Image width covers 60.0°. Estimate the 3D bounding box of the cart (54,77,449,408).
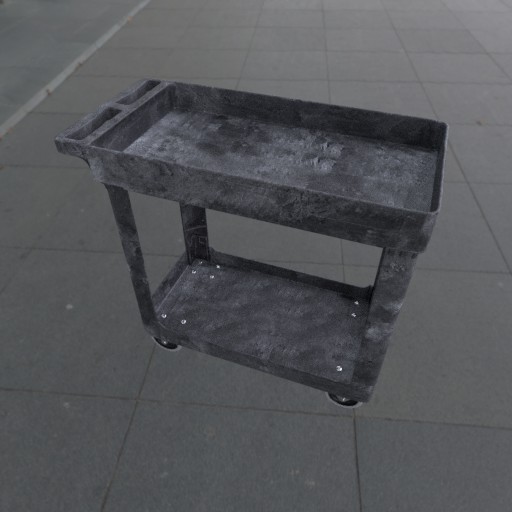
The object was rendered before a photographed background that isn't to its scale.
[{"bbox_3d":[0.000,0.000,1.347,0.877,0.824,0.420,14,44,15],"label":"cart"}]
